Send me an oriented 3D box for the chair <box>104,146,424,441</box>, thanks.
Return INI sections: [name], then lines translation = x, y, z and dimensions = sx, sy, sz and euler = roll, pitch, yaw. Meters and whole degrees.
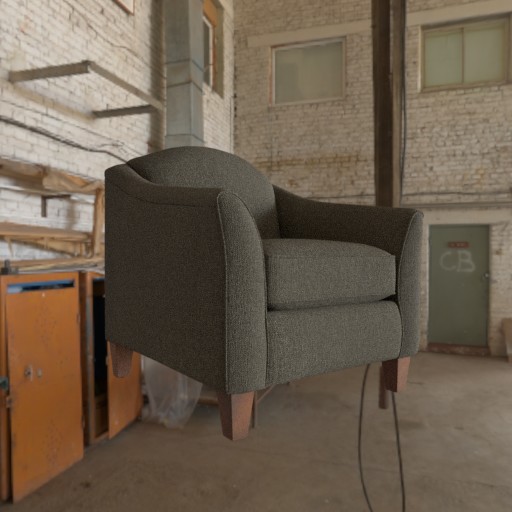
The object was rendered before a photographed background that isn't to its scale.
[chair]
translation = 0.000, 0.000, 1.454
dimensions = 0.763, 0.839, 0.787
euler = 0, 0, -36
